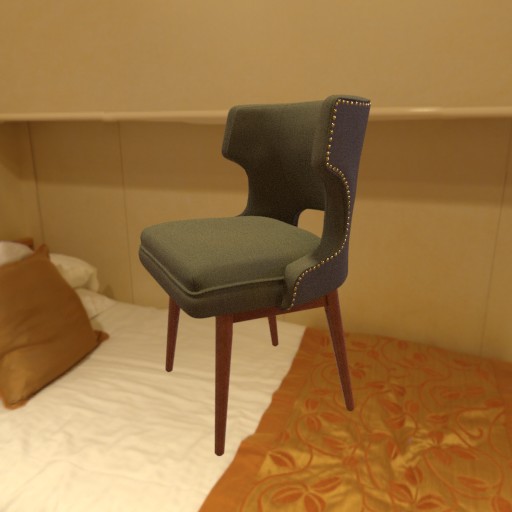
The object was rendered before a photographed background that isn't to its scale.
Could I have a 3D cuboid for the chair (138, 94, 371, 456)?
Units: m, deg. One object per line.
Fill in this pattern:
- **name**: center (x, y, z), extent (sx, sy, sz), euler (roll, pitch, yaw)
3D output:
- **chair**: center (0.000, 0.000, 1.269), extent (0.581, 0.863, 0.595), euler (-8, 18, -26)
